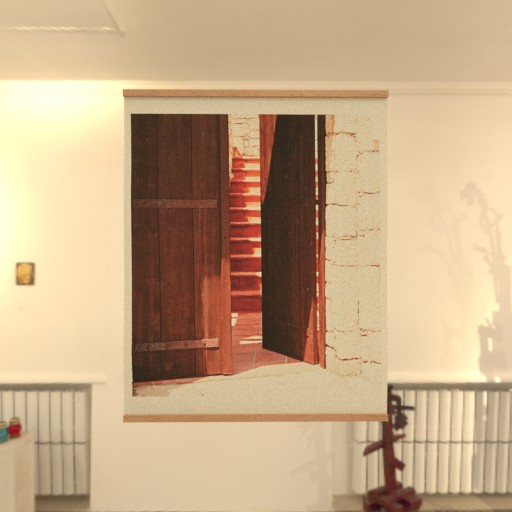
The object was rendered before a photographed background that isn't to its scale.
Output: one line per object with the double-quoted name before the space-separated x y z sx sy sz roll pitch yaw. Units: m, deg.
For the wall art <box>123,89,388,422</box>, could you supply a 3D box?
"wall art" 0.000 0.000 0.684 0.406 0.508 0.013 0 0 -1
